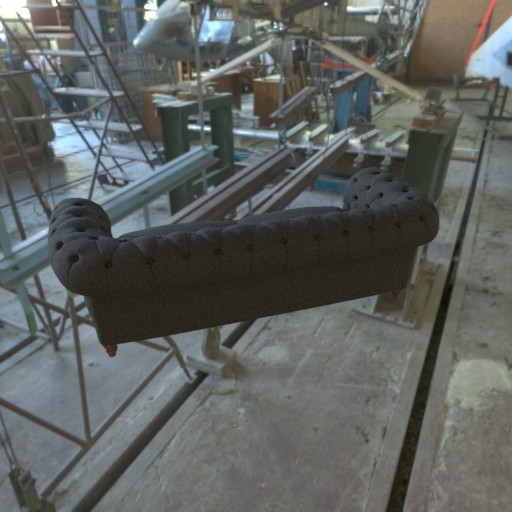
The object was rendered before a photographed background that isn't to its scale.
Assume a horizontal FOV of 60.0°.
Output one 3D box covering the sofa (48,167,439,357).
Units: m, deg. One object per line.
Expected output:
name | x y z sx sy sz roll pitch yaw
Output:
sofa | 0.000 0.000 2.803 2.362 0.762 0.991 -9 29 -16
